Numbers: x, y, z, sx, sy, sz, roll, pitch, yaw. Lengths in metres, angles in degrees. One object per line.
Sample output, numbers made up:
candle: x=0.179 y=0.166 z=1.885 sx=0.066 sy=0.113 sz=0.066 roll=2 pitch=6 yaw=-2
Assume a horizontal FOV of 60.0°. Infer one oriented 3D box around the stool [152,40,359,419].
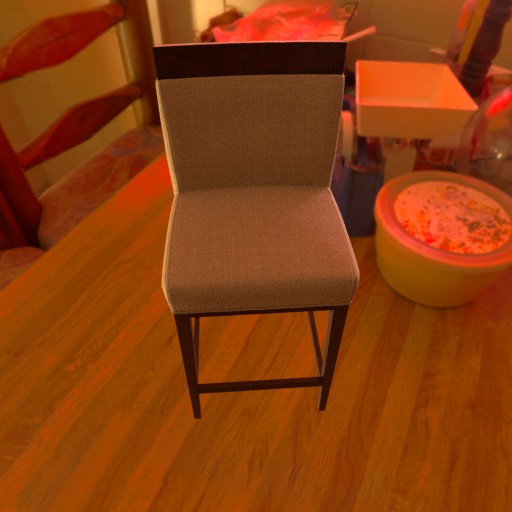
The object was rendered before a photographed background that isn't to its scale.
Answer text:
stool: x=0.000 y=0.000 z=1.251 sx=0.463 sy=1.011 sz=0.480 roll=-3 pitch=46 yaw=-3
